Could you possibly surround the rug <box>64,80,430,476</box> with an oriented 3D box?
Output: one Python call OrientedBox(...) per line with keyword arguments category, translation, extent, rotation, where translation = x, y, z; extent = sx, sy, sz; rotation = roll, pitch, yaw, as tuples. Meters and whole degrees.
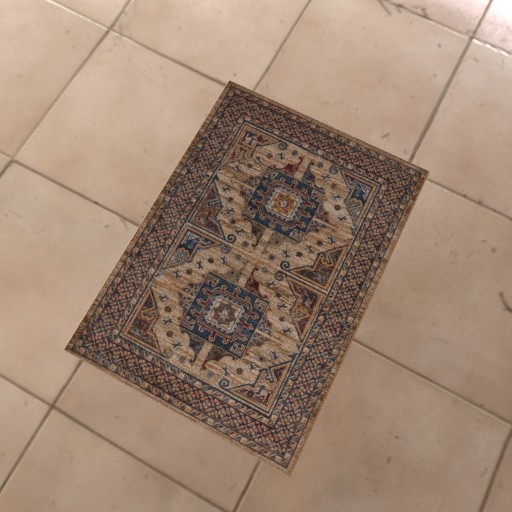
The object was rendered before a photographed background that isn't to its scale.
OrientedBox(category="rug", translation=(0.000, 0.000, 2.979), extent=(1.611, 0.008, 2.227), rotation=(27, 77, 7))
